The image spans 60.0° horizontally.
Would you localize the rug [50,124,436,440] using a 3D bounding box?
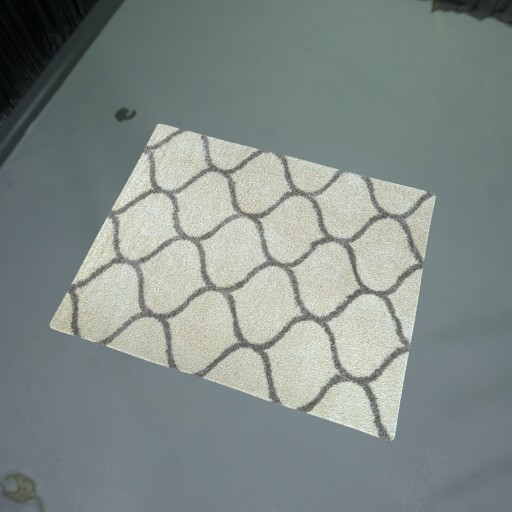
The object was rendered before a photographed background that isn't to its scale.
[{"bbox_3d":[0.000,0.000,4.121,3.000,0.026,2.399,16,65,8],"label":"rug"}]
